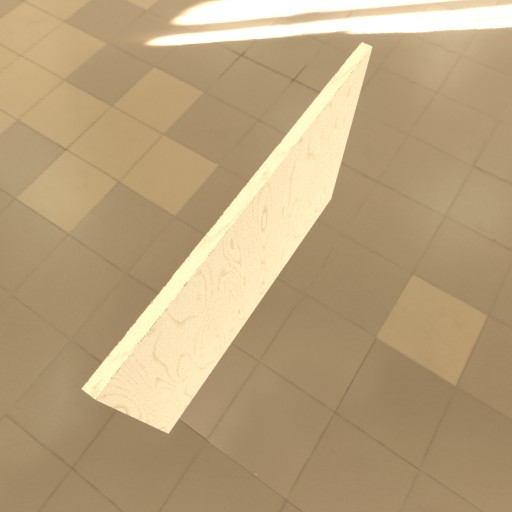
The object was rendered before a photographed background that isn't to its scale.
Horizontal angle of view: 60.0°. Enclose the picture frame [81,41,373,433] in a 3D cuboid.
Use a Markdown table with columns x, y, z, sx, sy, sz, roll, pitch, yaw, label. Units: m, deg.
| x | y | z | sx | sy | sz | roll | pitch | yaw | label |
| --- | --- | --- | --- | --- | --- | --- | --- | --- | --- |
| 0.000 | 0.000 | 1.152 | 0.029 | 0.640 | 0.950 | 31 | 68 | 14 | picture frame |
